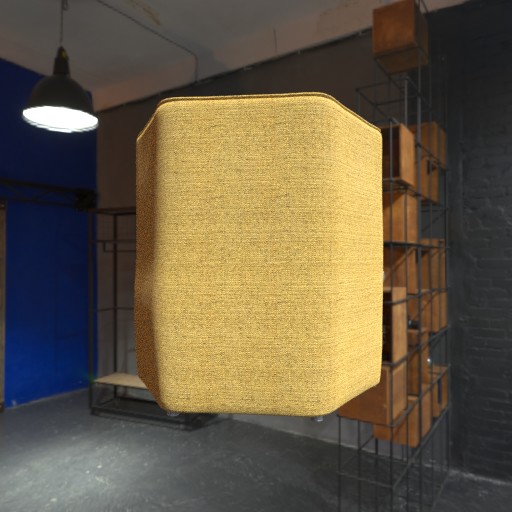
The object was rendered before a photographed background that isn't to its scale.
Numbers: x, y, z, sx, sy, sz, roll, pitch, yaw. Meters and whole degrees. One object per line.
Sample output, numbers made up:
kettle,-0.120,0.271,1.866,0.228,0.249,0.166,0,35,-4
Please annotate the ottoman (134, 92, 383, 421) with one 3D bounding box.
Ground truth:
ottoman,0.000,0.000,0.882,0.443,0.502,0.494,-1,-1,36
